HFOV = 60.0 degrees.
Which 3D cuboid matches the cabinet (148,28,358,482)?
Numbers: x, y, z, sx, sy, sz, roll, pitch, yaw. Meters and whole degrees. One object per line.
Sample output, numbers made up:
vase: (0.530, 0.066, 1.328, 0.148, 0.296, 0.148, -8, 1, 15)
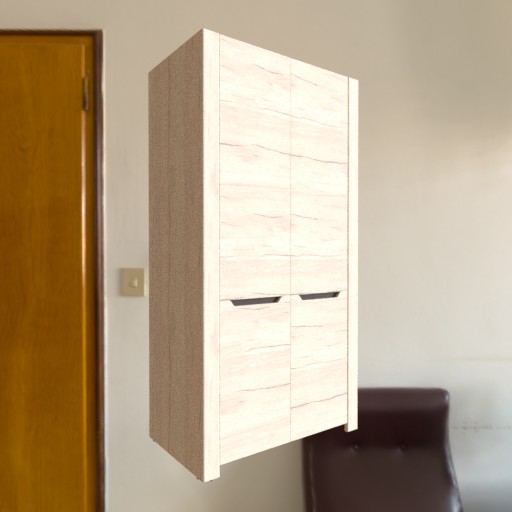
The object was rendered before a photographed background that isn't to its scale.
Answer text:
cabinet: (0.000, 0.000, 2.396, 0.980, 1.930, 0.580, 0, 1, -36)
